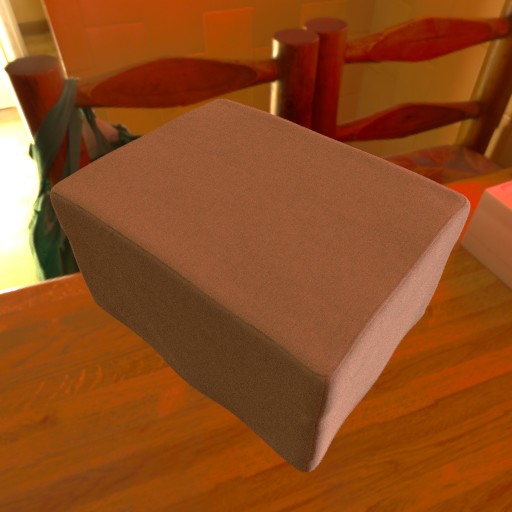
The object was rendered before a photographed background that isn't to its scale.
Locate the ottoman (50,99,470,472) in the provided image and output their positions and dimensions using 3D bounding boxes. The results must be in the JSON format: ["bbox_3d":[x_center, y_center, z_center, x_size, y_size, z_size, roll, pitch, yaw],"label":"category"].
[{"bbox_3d":[0.000,0.000,1.214,0.833,0.461,0.648,31,53,26],"label":"ottoman"}]
